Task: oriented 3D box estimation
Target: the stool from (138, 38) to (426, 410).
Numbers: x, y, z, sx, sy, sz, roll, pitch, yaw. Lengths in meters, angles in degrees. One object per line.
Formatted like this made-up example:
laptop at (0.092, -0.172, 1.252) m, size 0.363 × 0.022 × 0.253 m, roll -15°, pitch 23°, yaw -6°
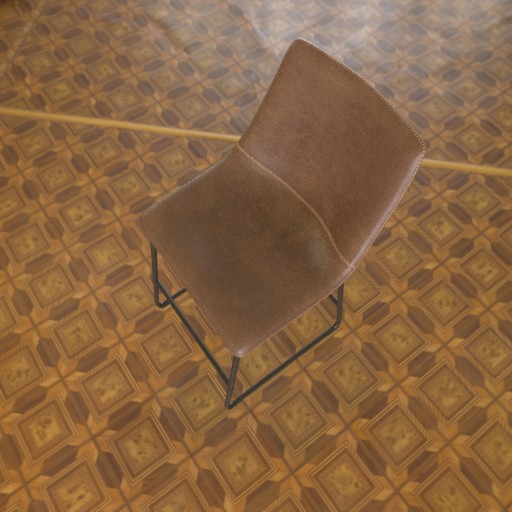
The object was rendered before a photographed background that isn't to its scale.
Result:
stool at (0.000, 0.000, 1.191) m, size 0.550 × 0.890 × 0.460 m, roll -33°, pitch 68°, yaw -16°
